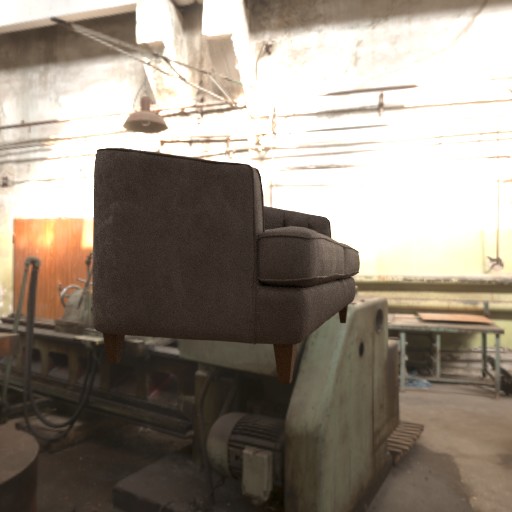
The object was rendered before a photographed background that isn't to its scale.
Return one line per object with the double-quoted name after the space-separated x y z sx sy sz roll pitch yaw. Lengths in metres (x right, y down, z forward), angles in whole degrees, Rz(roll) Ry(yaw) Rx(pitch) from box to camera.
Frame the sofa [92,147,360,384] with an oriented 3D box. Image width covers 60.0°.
0.000 0.000 2.299 0.941 0.855 1.733 0 -1 18 "sofa"
